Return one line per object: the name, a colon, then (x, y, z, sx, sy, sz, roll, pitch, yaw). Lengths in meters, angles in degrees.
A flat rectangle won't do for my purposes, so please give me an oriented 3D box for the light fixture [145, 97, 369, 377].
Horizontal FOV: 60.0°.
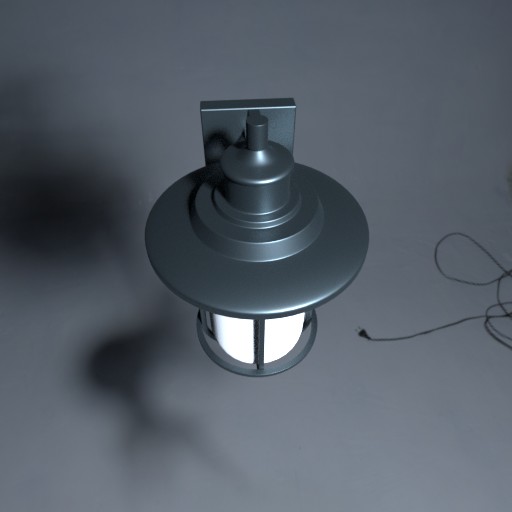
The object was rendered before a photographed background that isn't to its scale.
light fixture: (0.000, 0.000, 0.496, 0.222, 0.345, 0.252, -3, 46, -3)
